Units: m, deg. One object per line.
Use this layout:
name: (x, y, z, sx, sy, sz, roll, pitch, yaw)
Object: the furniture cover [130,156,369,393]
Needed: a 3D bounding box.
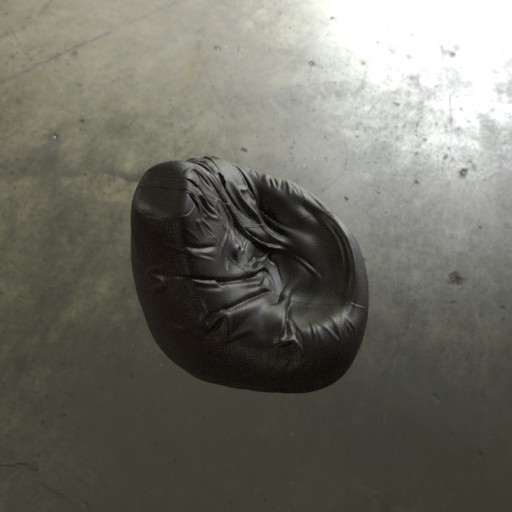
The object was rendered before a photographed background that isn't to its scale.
furniture cover: (0.000, 0.000, 1.927, 1.070, 0.990, 1.070, 0, 62, 0)
